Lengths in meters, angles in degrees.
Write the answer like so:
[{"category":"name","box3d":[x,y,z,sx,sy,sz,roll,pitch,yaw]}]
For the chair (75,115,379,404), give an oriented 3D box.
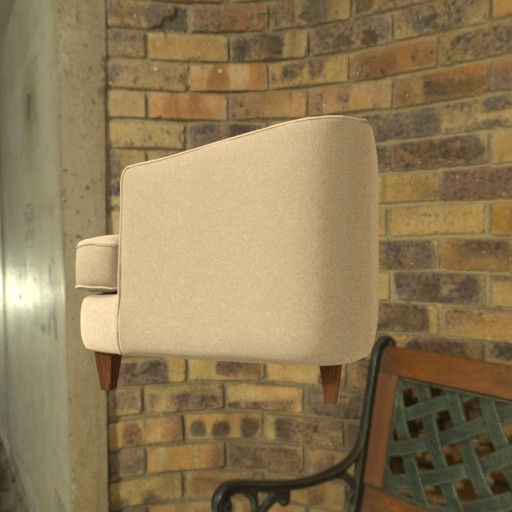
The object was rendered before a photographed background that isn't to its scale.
[{"category":"chair","box3d":[0.000,0.000,1.783,0.941,0.852,1.104,0,1,17]}]
